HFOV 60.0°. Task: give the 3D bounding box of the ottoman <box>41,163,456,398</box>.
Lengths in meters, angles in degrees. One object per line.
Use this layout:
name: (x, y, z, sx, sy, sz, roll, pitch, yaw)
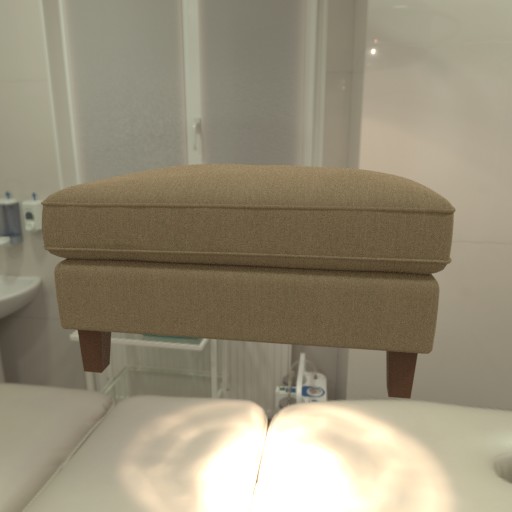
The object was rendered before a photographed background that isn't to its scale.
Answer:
ottoman: (0.000, 0.000, 1.292, 0.945, 0.521, 0.636, 2, 15, 9)
